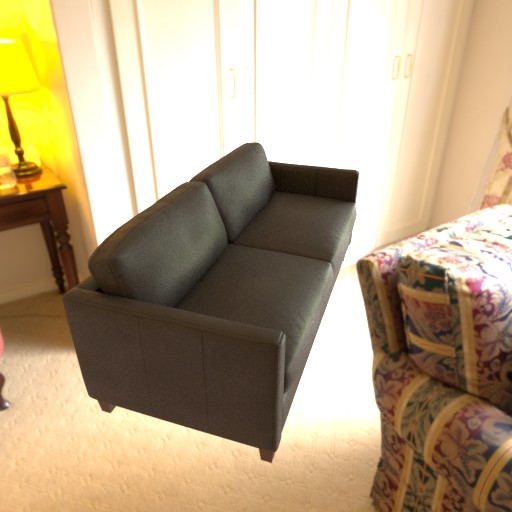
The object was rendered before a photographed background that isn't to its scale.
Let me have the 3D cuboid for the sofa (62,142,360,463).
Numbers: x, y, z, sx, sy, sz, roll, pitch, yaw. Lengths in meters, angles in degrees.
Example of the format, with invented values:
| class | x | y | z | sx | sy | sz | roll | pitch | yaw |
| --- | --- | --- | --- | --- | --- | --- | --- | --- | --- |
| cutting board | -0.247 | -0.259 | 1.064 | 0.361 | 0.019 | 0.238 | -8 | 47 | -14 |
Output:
| class | x | y | z | sx | sy | sz | roll | pitch | yaw |
| --- | --- | --- | --- | --- | --- | --- | --- | --- | --- |
| sofa | 0.000 | 0.000 | 2.499 | 0.933 | 0.863 | 1.971 | 10 | 30 | 17 |
